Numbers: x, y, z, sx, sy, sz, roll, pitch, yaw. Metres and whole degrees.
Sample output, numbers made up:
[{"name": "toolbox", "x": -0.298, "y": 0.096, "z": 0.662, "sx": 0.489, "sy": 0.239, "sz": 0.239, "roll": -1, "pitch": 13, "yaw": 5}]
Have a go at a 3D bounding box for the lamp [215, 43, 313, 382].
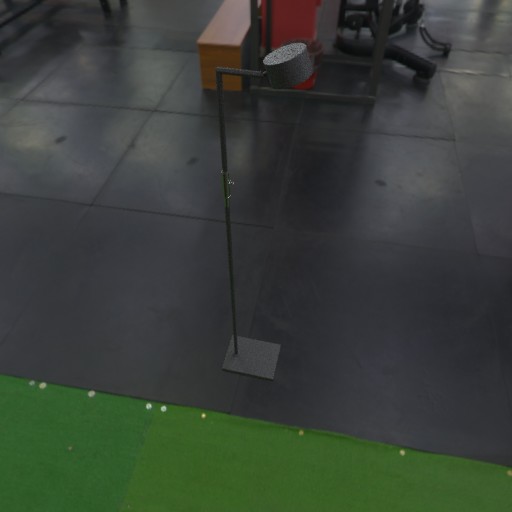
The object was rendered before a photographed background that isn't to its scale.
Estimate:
[{"name": "lamp", "x": 0.000, "y": 0.000, "z": 1.719, "sx": 0.304, "sy": 1.600, "sz": 0.203, "roll": 10, "pitch": 48, "yaw": 9}]
